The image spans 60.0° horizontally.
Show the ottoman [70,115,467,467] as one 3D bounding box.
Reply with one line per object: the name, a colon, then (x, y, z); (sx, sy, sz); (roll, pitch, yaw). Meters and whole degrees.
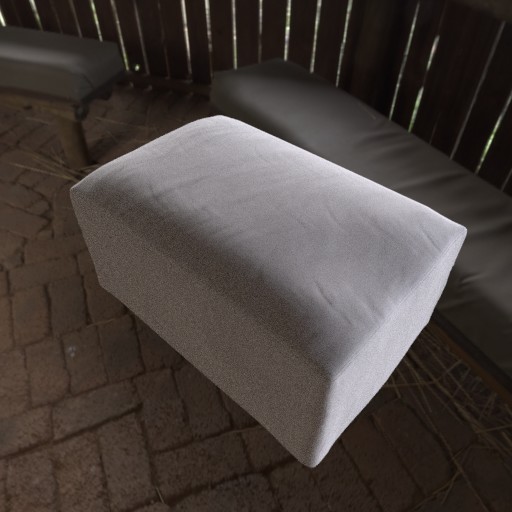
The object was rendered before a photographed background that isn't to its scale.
ottoman: (0.000, 0.000, 1.218); (0.872, 0.444, 0.590); (33, 54, 28)
